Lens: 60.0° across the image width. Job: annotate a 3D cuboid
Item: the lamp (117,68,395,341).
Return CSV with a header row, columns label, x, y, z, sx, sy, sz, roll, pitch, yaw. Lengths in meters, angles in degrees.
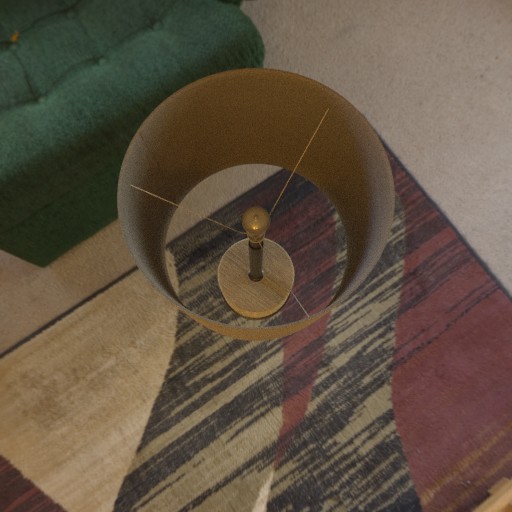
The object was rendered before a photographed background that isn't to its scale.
label,x,y,z,sx,sy,sz,roll,pitch,yaw
lamp,0.000,0.000,0.591,0.229,0.470,0.229,36,79,8
